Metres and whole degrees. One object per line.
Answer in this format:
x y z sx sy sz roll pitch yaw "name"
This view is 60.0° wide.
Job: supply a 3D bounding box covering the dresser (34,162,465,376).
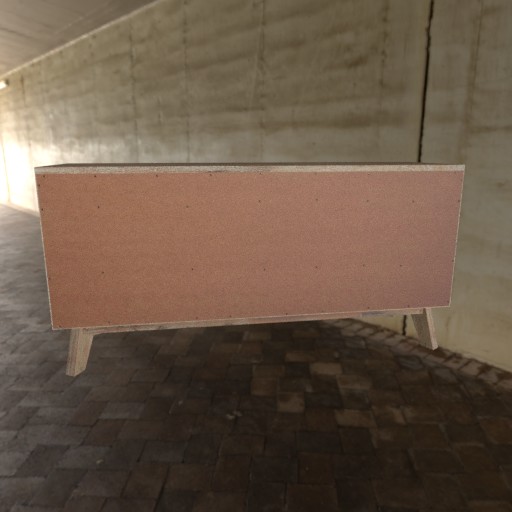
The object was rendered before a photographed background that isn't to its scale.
0.000 0.000 1.939 1.602 0.788 0.455 -2 14 -9 "dresser"
